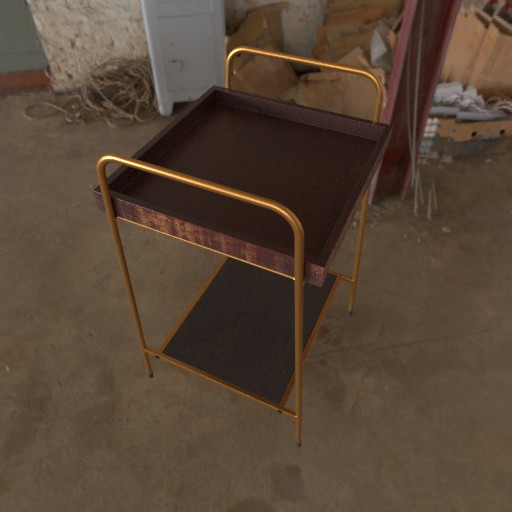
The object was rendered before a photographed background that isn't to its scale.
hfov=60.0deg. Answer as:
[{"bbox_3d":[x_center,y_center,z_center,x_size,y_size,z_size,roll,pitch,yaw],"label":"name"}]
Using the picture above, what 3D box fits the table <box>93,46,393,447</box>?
[{"bbox_3d":[0.000,0.000,0.976,0.430,0.710,0.430,19,50,17],"label":"table"}]
